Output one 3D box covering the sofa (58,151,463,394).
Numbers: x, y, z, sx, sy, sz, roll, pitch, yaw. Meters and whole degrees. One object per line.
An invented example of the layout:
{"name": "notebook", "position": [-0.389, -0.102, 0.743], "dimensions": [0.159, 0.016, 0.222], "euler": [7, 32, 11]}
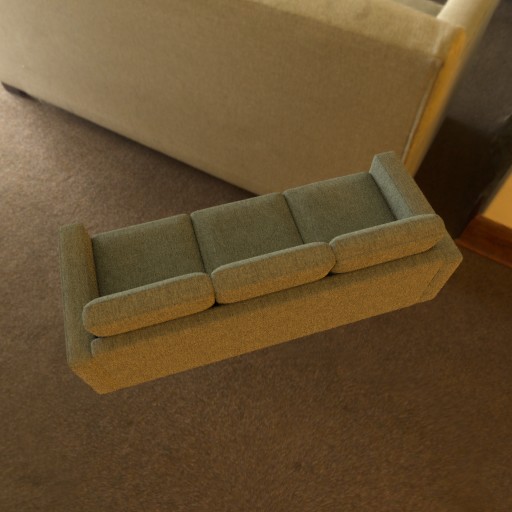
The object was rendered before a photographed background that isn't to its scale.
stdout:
{"name": "sofa", "position": [0.000, 0.000, 2.641], "dimensions": [2.160, 0.800, 0.900], "euler": [-14, 59, -9]}
